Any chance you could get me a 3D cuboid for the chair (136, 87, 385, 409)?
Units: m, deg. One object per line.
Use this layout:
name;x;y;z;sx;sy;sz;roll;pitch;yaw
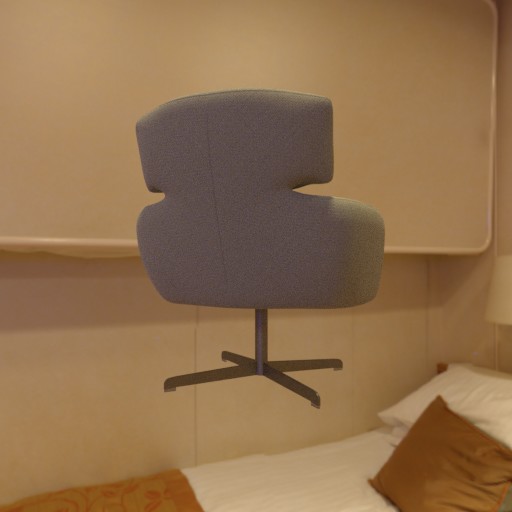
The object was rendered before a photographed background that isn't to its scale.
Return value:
chair;0.000;0.000;1.402;0.760;0.810;0.730;0;-1;19
